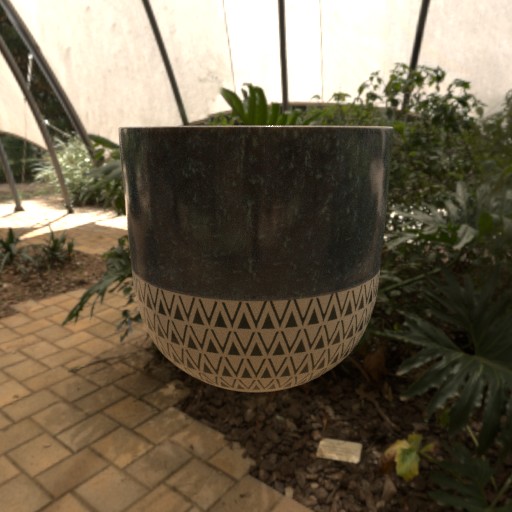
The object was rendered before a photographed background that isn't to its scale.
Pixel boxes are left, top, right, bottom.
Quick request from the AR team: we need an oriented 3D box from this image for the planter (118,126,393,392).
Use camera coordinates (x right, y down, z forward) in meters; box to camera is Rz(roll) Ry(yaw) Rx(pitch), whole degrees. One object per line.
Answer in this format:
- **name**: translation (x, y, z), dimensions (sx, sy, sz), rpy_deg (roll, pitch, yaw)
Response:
- **planter**: translation (0.000, 0.000, 0.483), dimensions (0.266, 0.270, 0.266), rpy_deg (0, 16, 0)
